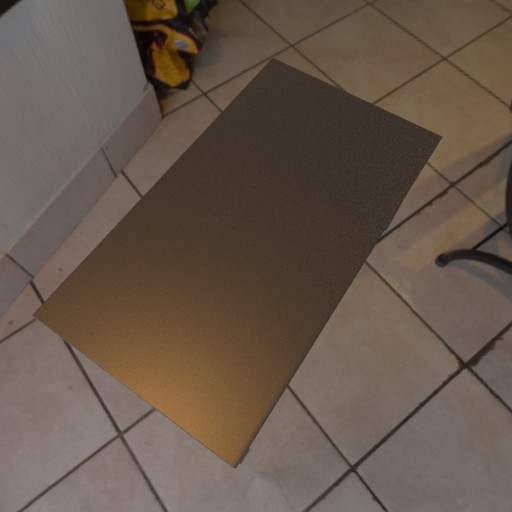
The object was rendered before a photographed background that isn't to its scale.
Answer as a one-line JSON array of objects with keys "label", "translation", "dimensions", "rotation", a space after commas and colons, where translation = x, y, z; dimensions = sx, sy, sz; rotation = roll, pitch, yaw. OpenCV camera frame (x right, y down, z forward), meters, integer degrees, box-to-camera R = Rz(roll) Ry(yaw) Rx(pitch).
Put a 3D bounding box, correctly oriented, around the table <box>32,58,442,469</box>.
[{"label": "table", "translation": [0.000, 0.000, 1.412], "dimensions": [0.612, 0.493, 1.068], "rotation": [31, 68, 14]}]
